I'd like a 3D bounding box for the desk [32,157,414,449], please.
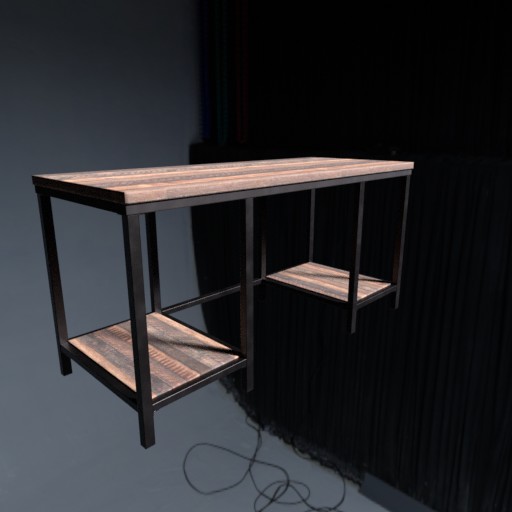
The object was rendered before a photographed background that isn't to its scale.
[{"bbox_3d":[0.000,0.000,1.921,0.617,0.753,1.538,15,22,43],"label":"desk"}]
